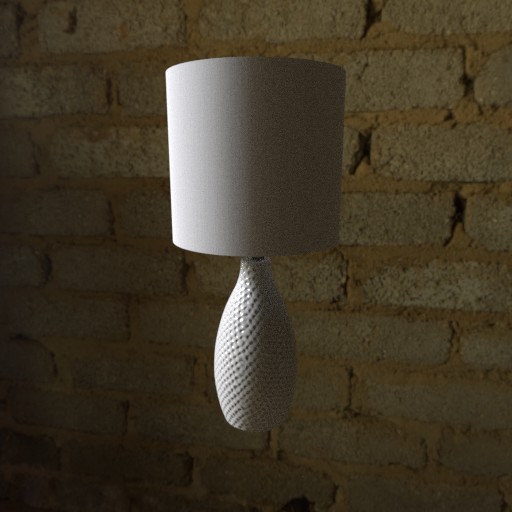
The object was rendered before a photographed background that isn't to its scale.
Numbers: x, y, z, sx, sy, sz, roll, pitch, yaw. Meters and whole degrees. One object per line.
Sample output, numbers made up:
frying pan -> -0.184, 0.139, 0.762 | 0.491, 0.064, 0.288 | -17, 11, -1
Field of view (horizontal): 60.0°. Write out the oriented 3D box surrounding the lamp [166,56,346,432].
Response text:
lamp -> 0.000, 0.000, 0.588 | 0.214, 0.466, 0.214 | -7, 15, -27
